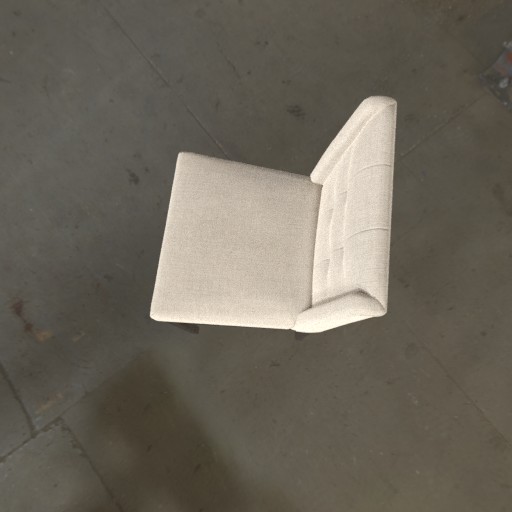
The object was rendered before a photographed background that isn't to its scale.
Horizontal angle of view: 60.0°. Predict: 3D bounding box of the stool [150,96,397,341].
[{"bbox_3d":[0.000,0.000,1.354,0.509,1.116,0.474,7,76,2],"label":"stool"}]
